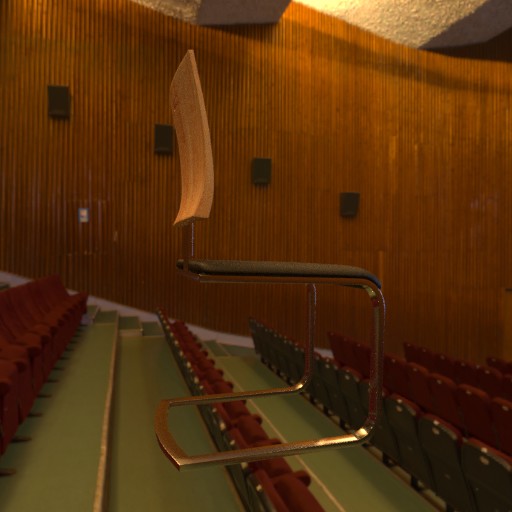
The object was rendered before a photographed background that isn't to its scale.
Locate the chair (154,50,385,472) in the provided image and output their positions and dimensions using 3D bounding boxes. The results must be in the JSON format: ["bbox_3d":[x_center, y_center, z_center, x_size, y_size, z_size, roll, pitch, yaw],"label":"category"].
[{"bbox_3d":[0.000,0.000,1.246,0.560,0.936,0.462,0,1,-17],"label":"chair"}]
